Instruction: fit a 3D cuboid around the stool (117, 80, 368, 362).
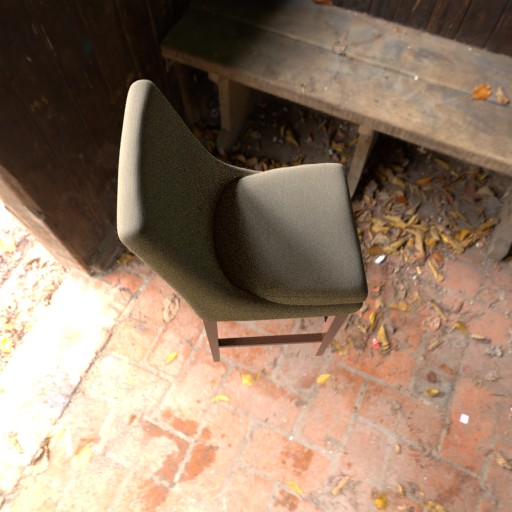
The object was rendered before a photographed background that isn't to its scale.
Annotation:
[{"bbox_3d":[0.000,0.000,1.400,0.577,1.078,0.470,-3,65,-2],"label":"stool"}]
